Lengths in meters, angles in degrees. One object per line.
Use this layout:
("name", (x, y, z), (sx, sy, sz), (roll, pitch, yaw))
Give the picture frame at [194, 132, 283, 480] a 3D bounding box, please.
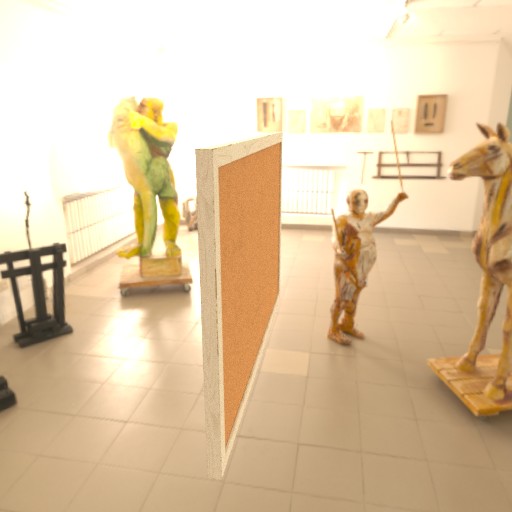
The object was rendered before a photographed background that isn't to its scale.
("picture frame", (0.000, 0.000, 1.234), (0.029, 0.640, 0.950), (3, 17, 9))
